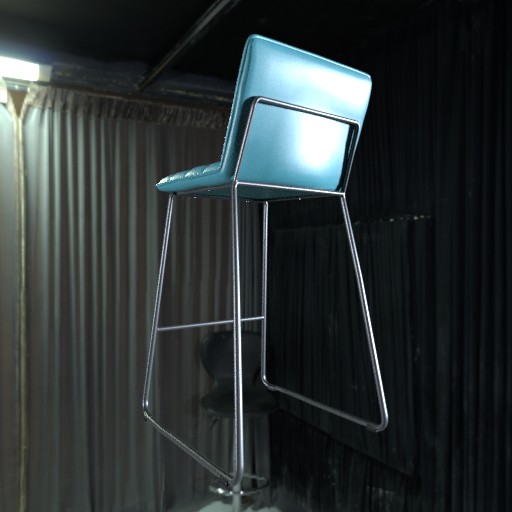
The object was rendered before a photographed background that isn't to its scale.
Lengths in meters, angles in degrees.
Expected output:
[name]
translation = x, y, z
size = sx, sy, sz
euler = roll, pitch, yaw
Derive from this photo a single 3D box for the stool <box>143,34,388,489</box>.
[stool]
translation = 0.000, 0.000, 1.222
size = 0.489, 0.936, 0.524
euler = -1, 1, -36
